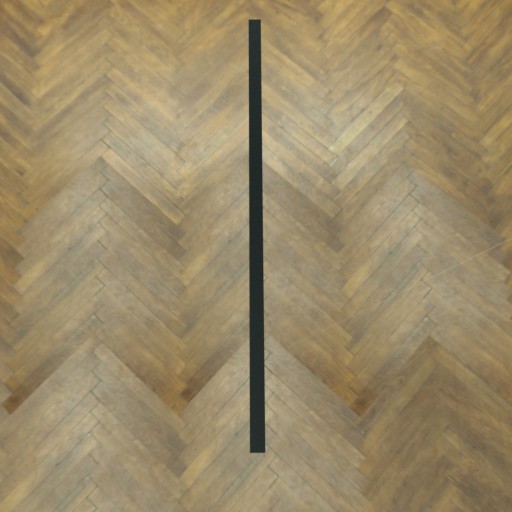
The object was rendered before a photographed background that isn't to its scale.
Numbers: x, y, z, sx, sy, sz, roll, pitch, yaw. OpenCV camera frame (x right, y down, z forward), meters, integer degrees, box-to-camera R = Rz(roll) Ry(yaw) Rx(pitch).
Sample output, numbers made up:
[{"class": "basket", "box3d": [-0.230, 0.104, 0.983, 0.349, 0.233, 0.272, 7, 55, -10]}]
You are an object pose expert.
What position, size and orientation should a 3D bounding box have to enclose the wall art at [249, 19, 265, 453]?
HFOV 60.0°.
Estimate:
[{"class": "wall art", "box3d": [0.000, 0.000, 0.537, 0.012, 0.332, 0.383, 0, 76, 0]}]
